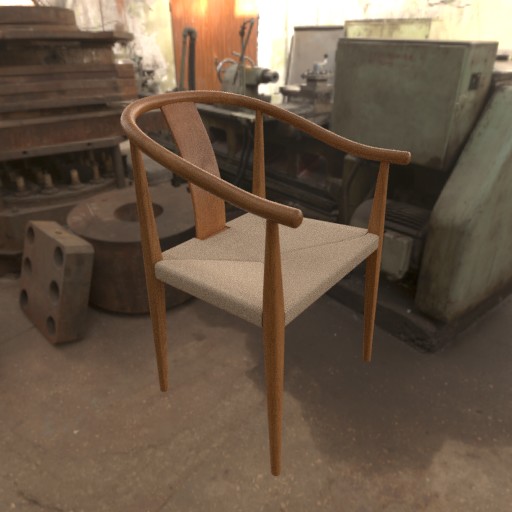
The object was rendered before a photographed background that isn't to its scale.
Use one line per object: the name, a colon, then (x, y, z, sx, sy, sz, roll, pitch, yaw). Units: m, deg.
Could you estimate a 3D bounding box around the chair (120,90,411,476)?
chair: (0.000, 0.000, 1.198, 0.579, 0.800, 0.556, 18, 32, 33)
